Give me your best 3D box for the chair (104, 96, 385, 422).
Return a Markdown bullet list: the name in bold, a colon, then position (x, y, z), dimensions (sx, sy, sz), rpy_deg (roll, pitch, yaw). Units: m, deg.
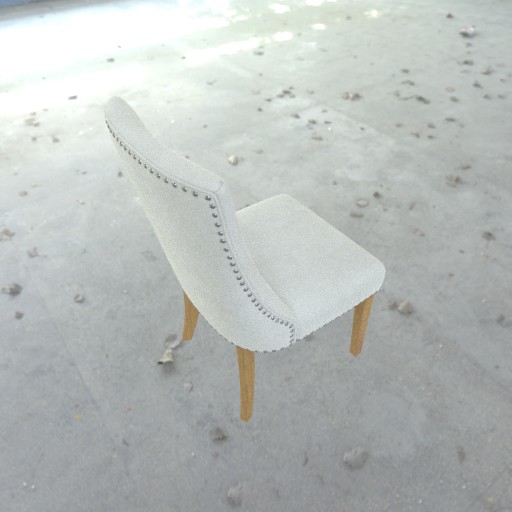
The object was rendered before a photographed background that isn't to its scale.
- **chair**: position (0.000, 0.000, 1.274), dimensions (0.610, 0.902, 0.495), rpy_deg (-25, 47, -26)
